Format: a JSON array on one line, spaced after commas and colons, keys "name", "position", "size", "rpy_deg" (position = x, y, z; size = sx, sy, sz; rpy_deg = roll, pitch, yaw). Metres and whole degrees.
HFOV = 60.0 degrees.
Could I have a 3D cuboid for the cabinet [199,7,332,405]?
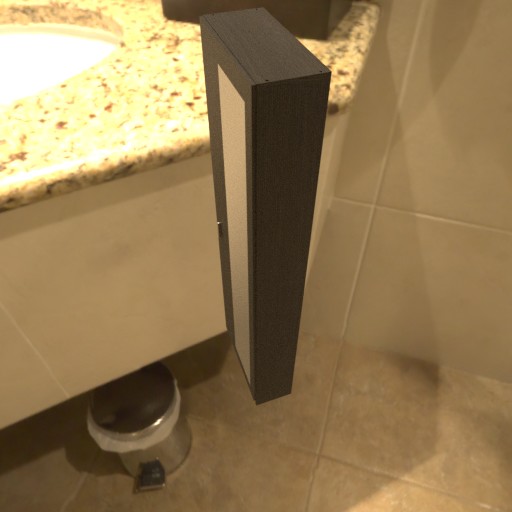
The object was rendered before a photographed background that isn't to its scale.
[{"name": "cabinet", "position": [0.000, 0.000, 1.914], "size": [0.230, 1.790, 0.500], "rpy_deg": [-15, 49, -13]}]
